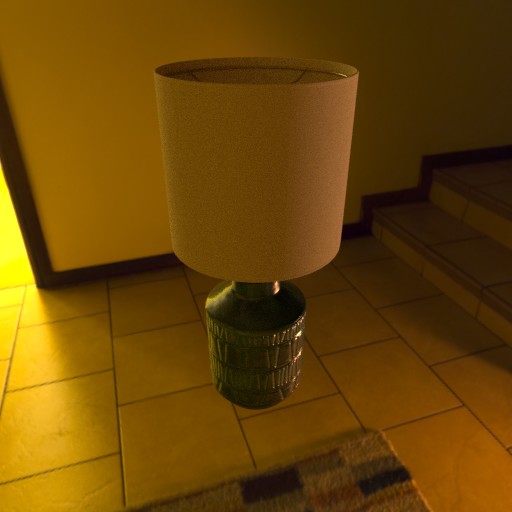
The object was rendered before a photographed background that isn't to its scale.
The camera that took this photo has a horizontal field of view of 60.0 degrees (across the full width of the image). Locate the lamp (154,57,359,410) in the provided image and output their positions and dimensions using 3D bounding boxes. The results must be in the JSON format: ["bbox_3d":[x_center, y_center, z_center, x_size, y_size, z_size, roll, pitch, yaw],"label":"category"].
[{"bbox_3d":[0.000,0.000,0.578,0.211,0.455,0.211,-22,36,-33],"label":"lamp"}]
